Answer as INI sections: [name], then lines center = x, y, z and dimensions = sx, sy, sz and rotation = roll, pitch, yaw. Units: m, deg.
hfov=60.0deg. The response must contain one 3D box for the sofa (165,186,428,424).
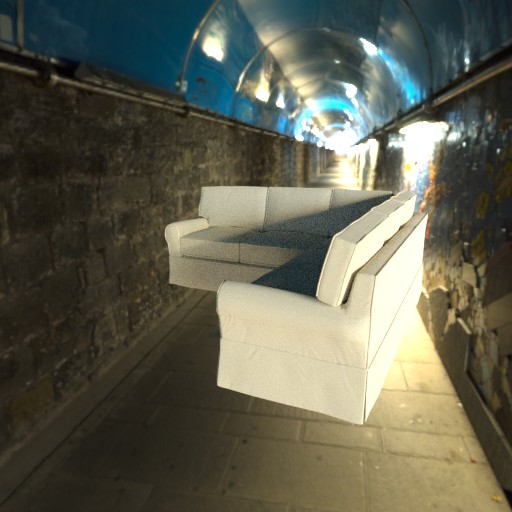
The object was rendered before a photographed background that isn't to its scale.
[sofa]
center = 0.000, 0.000, 3.933
dimensions = 2.591, 1.070, 2.597
rotation = 7, 15, 26
